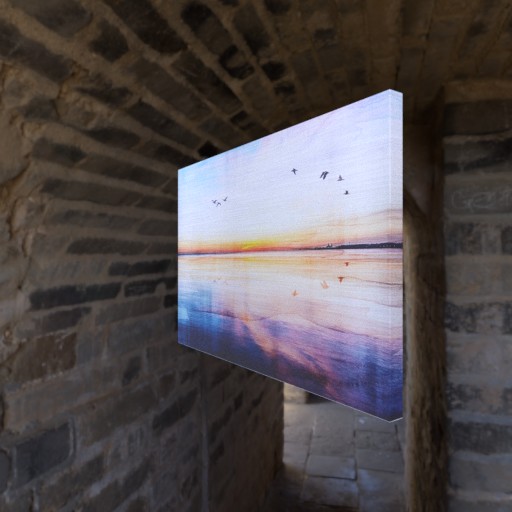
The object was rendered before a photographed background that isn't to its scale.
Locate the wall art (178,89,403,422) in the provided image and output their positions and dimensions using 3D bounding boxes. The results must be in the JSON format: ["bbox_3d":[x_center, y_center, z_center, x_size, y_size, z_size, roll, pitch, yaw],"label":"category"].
[{"bbox_3d":[0.000,0.000,1.189,0.037,0.605,0.911,0,0,-35],"label":"wall art"}]
